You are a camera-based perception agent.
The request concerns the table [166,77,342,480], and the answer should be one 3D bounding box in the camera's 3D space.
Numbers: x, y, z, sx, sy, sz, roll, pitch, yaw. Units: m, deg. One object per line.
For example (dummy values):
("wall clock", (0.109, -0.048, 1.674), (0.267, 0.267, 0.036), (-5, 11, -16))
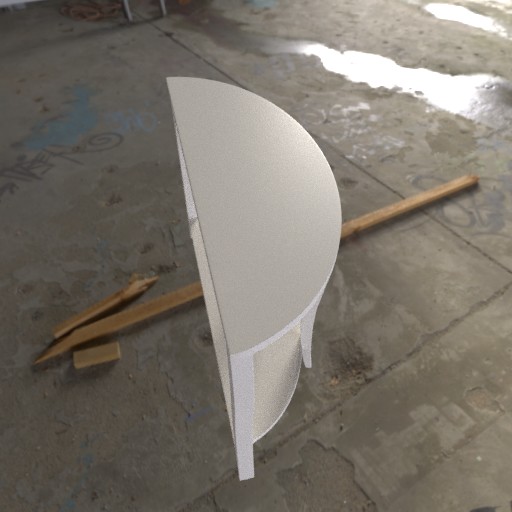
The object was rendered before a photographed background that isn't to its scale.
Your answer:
("table", (0.000, 0.000, 1.540), (0.394, 0.780, 1.219), (-10, 46, -9))
